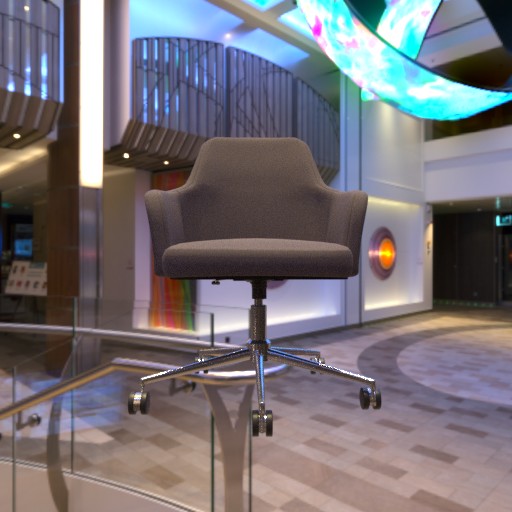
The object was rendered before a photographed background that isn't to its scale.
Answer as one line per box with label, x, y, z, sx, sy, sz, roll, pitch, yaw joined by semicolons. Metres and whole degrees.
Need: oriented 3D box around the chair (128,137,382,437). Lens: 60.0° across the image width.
chair;0.000;0.000;1.279;0.655;0.820;0.600;0;0;-1
